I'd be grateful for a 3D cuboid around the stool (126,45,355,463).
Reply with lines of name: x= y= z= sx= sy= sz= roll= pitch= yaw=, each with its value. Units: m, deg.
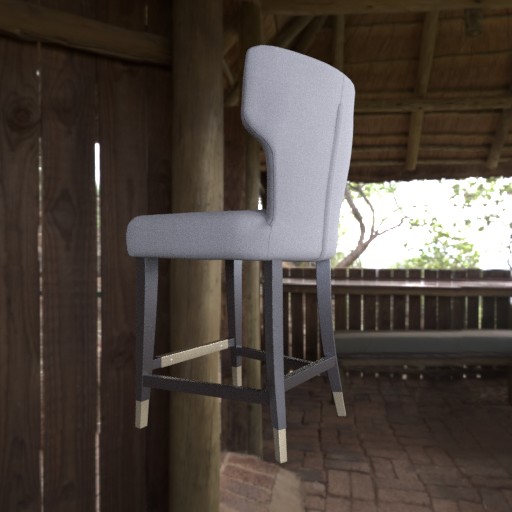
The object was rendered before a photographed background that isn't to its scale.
stool: x=0.000 y=0.000 z=1.320 sx=0.563 sy=0.982 sz=0.527 roll=1 pitch=1 yaw=34
